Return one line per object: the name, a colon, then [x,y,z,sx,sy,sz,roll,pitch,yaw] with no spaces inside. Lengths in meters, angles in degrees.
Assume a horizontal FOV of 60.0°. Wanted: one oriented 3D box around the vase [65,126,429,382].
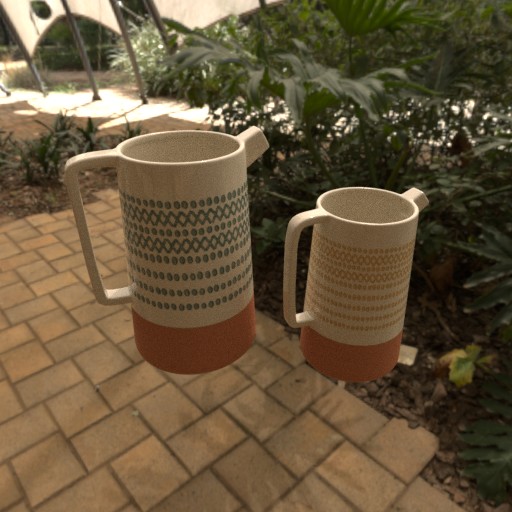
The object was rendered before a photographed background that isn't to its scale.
vase: [0.000,0.000,0.469,0.326,0.247,0.168,9,30,17]
